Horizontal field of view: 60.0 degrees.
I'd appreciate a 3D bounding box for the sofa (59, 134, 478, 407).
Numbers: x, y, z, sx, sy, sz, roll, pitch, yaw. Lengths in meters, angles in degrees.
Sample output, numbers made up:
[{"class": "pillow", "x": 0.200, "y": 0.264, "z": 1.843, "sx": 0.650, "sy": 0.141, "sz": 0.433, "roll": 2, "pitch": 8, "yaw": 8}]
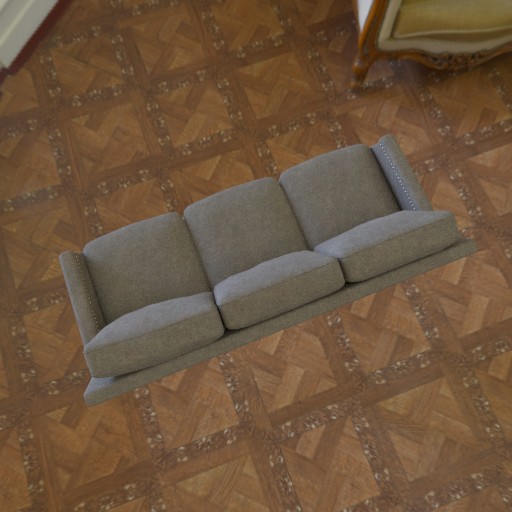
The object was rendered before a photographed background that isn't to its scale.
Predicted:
[{"class": "sofa", "x": 0.000, "y": 0.000, "z": 2.783, "sx": 2.226, "sy": 1.042, "sz": 1.034, "roll": -21, "pitch": 75, "yaw": -6}]
